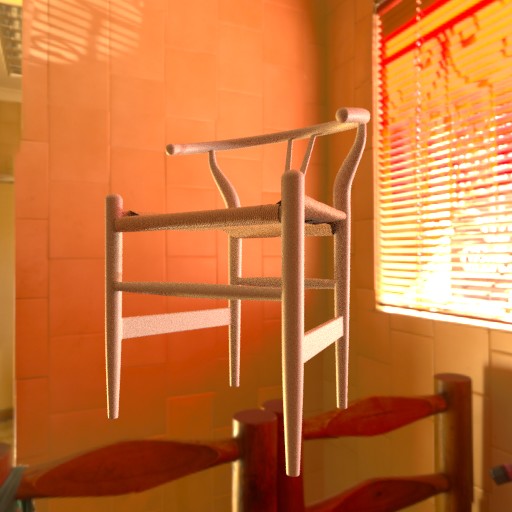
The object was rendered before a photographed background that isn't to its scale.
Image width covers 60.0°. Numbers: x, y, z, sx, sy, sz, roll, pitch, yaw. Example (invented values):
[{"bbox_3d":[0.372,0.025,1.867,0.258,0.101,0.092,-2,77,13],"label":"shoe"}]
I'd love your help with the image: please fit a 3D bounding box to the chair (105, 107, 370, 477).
[{"bbox_3d":[0.000,0.000,1.068,0.533,0.736,0.500,0,-1,35],"label":"chair"}]
